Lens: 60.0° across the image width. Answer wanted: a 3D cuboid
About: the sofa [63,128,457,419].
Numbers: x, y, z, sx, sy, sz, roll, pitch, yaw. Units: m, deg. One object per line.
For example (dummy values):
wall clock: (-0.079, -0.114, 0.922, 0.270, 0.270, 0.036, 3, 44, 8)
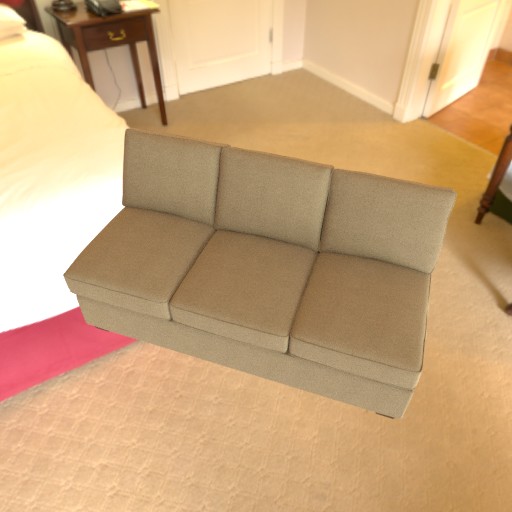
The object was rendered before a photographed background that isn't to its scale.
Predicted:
sofa: (0.000, 0.000, 2.747, 2.092, 1.036, 1.127, 13, 44, 14)
